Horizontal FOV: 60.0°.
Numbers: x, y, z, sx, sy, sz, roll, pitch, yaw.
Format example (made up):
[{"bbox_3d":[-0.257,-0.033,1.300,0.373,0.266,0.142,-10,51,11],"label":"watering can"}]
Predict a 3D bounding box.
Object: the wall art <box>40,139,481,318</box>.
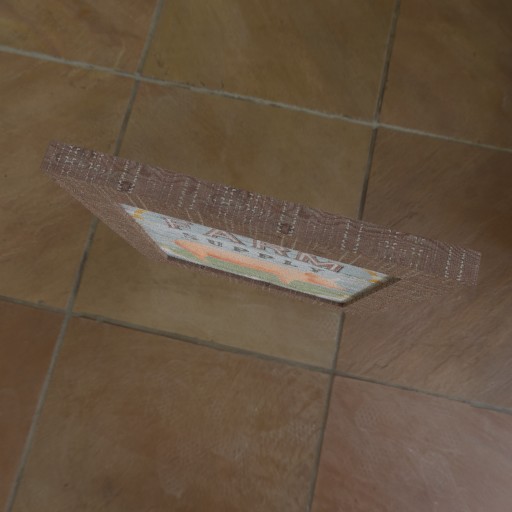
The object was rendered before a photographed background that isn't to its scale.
[{"bbox_3d":[0.000,0.000,0.783,0.531,0.531,0.040,15,78,3],"label":"wall art"}]
